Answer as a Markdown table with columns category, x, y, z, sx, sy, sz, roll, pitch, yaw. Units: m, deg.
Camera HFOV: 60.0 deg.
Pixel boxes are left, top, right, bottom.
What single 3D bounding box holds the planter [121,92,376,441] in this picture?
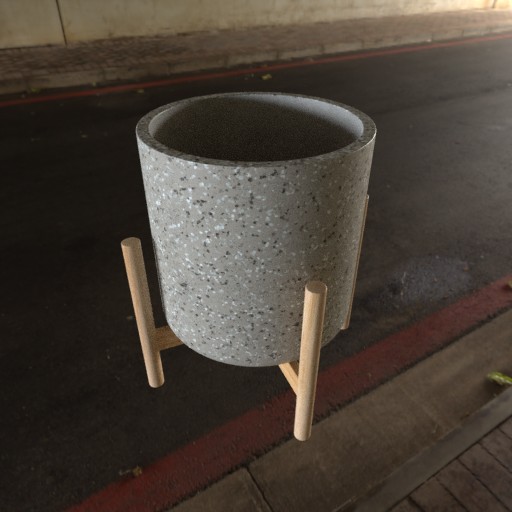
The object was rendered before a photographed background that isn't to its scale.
| category | x | y | z | sx | sy | sz | roll | pitch | yaw |
| --- | --- | --- | --- | --- | --- | --- | --- | --- | --- |
| planter | 0.000 | 0.000 | 0.689 | 0.360 | 0.419 | 0.360 | 0 | 34 | 0 |
